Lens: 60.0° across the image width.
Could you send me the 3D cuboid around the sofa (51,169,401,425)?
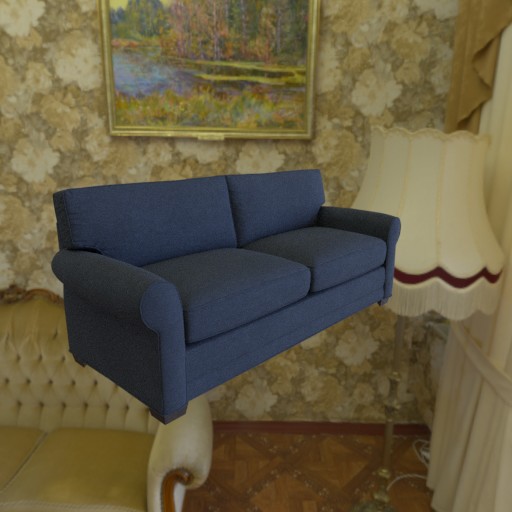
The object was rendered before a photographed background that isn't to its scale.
[{"bbox_3d":[0.000,0.000,2.922,0.954,1.026,2.391,13,20,41],"label":"sofa"}]
